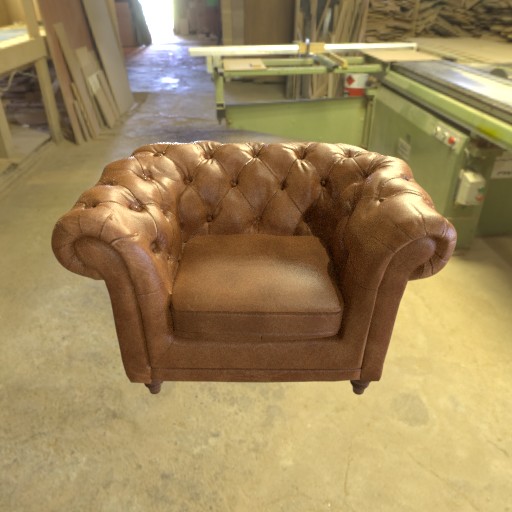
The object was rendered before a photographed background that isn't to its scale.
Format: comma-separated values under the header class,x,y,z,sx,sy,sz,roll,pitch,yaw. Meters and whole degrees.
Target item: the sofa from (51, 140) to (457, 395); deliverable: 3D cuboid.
class,x,y,z,sx,sy,sz,roll,pitch,yaw
sofa,0.000,0.000,2.042,1.405,0.878,1.033,0,31,0
